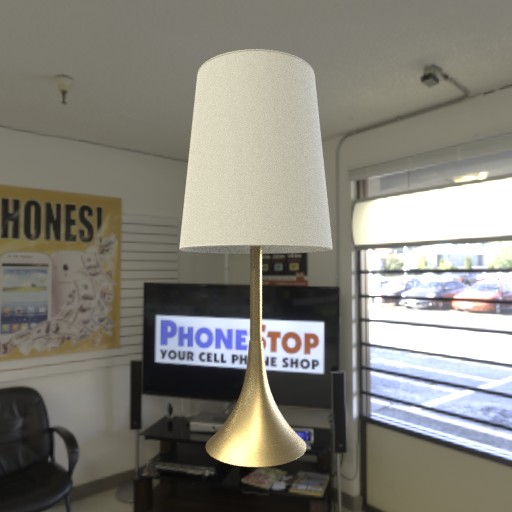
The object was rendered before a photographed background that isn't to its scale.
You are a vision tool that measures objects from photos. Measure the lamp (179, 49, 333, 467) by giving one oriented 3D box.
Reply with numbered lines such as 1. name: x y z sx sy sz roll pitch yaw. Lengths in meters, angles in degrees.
1. lamp: 0.000 0.000 0.676 0.231 0.569 0.231 0 -2 0
